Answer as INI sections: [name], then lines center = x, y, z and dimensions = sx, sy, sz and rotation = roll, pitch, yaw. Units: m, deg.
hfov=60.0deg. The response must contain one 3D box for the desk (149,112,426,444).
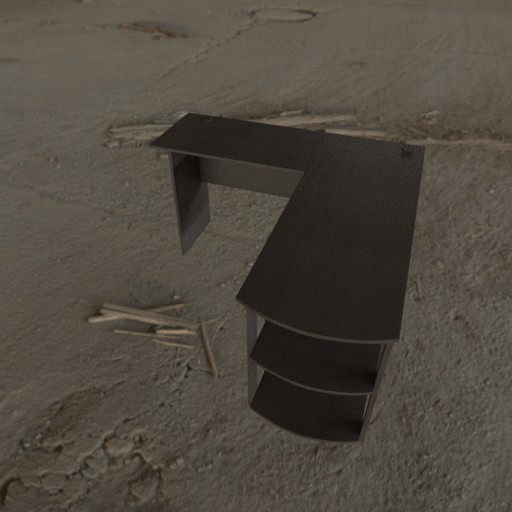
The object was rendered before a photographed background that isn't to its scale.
[desk]
center = 0.000, 0.000, 2.101
dimensions = 1.303, 0.716, 1.361
rotation = 13, 41, 15
